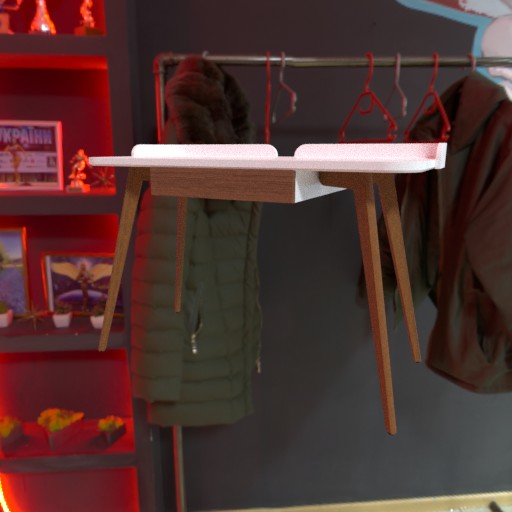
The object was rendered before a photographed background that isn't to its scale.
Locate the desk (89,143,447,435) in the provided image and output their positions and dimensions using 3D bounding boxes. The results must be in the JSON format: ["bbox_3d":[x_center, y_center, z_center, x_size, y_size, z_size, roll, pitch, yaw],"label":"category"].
[{"bbox_3d":[0.000,0.000,1.641,1.206,0.807,0.534,7,15,27],"label":"desk"}]
